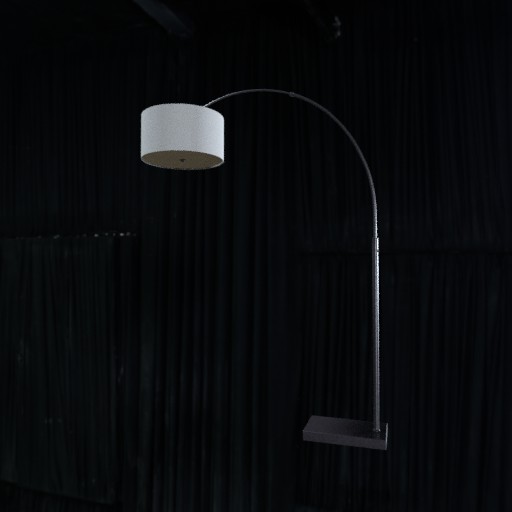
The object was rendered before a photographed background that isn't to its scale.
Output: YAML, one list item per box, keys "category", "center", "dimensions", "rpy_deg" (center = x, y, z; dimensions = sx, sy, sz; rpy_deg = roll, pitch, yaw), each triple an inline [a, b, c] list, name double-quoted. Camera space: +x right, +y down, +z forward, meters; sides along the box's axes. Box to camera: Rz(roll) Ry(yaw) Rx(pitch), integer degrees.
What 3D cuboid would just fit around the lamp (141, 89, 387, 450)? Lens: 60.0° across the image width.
- category: "lamp"
  center: [0.000, 0.000, 2.538]
  dimensions: [1.424, 1.927, 0.493]
  rpy_deg: [0, -1, 18]
